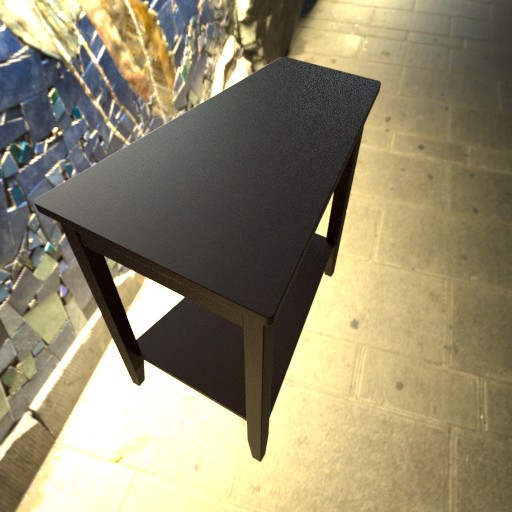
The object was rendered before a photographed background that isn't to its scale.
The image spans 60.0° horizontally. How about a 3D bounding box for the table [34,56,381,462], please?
[{"bbox_3d":[0.000,0.000,0.967,0.399,0.589,0.605,24,52,20],"label":"table"}]
